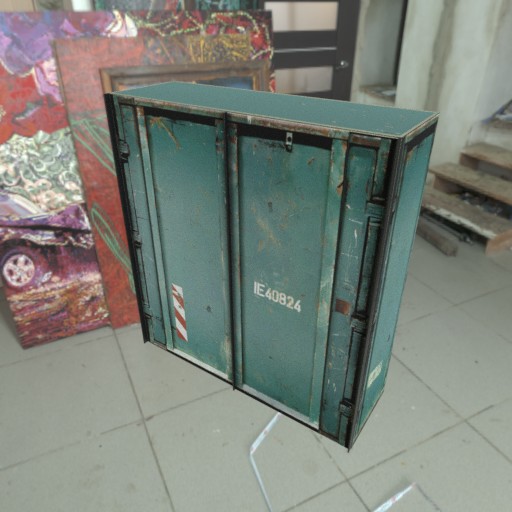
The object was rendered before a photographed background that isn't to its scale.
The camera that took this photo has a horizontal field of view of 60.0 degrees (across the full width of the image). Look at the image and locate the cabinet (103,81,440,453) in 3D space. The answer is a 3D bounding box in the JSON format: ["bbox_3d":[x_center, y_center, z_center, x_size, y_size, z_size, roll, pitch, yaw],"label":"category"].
[{"bbox_3d":[0.000,0.000,3.238,2.000,2.160,0.680,19,35,29],"label":"cabinet"}]
